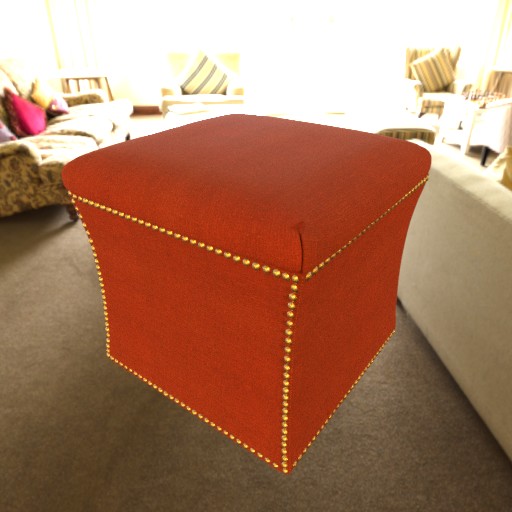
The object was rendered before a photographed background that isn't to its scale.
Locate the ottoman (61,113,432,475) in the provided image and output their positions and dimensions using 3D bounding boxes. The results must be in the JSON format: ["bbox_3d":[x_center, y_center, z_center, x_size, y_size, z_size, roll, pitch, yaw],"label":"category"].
[{"bbox_3d":[0.000,0.000,0.896,0.507,0.475,0.497,20,35,31],"label":"ottoman"}]
